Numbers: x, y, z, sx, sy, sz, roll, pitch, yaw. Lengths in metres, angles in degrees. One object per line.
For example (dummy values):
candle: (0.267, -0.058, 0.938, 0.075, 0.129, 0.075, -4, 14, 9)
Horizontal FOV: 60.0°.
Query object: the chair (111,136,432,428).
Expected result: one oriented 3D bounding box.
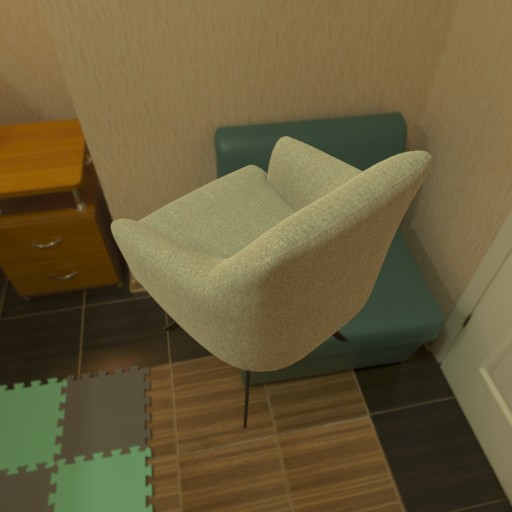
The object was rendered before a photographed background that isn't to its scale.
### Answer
chair: (0.000, 0.000, 1.294, 0.642, 0.874, 0.677, -32, 56, -25)
